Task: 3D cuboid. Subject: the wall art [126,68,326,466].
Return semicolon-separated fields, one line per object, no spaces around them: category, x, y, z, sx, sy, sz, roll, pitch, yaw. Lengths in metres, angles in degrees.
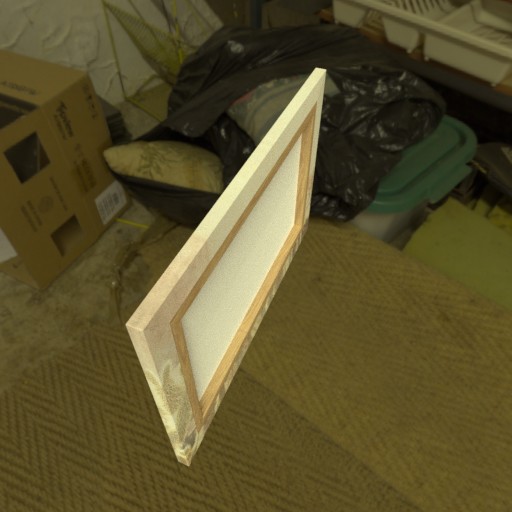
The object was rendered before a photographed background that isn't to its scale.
wall art;0.000;0.000;1.446;0.041;0.758;1.142;17;50;15
